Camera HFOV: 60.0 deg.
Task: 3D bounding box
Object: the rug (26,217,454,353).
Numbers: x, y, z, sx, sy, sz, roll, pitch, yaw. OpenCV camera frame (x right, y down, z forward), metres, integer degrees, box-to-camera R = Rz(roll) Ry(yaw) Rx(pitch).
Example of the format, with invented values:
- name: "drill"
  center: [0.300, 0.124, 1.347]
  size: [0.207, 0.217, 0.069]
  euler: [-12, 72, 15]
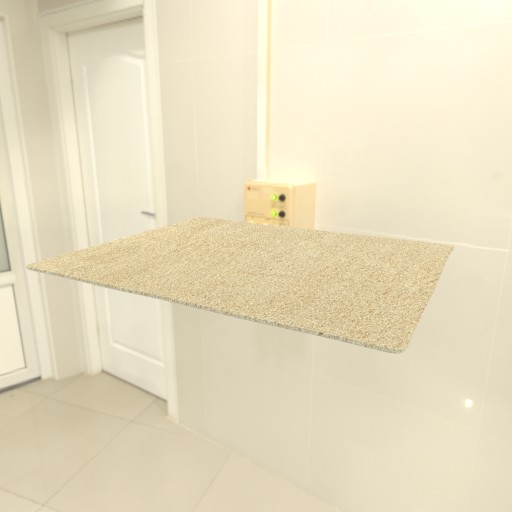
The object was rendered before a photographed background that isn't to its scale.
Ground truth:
- name: "rug"
  center: [0.000, 0.000, 3.908]
  size: [3.001, 0.025, 2.401]
  euler: [9, 18, 28]
